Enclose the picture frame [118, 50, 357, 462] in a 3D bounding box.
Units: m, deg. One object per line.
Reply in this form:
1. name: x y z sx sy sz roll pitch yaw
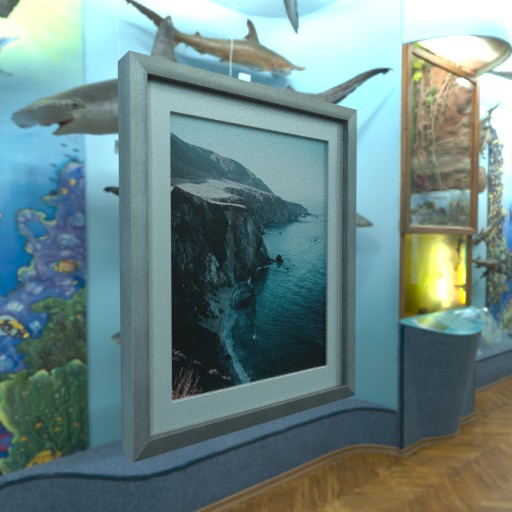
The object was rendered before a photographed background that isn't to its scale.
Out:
1. picture frame: 0.000 0.000 0.747 0.449 0.555 0.046 -1 2 -36
